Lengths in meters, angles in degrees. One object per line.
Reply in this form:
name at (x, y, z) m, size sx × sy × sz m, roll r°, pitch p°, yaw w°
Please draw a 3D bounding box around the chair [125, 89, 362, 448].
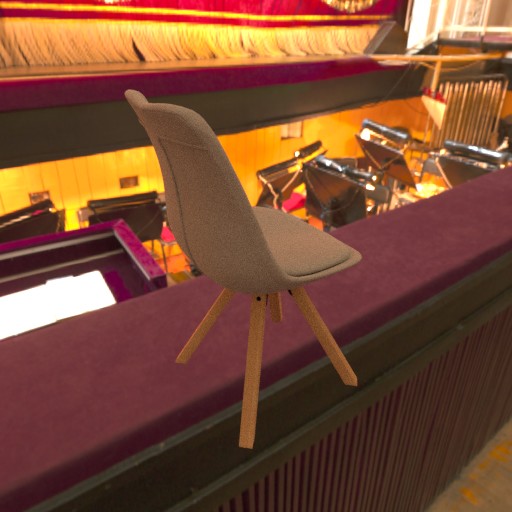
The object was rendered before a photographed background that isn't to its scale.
chair at (0.000, 0.000, 1.200) m, size 0.549 × 0.863 × 0.474 m, roll -18°, pitch 33°, yaw -29°
